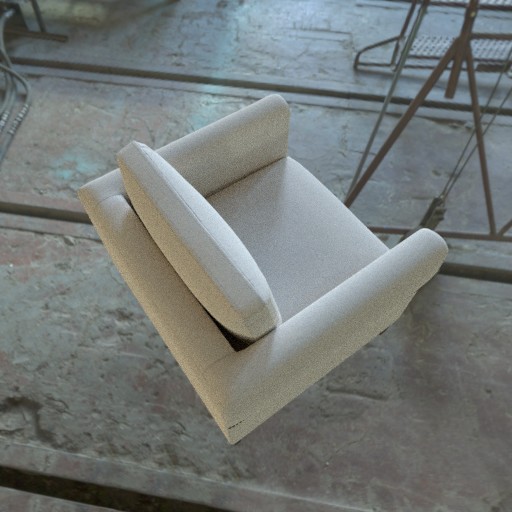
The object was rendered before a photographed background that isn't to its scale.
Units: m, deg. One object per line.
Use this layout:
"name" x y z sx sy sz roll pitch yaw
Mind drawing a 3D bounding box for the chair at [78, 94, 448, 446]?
"chair" 0.000 0.000 1.702 0.896 0.915 0.982 -32 63 -18
